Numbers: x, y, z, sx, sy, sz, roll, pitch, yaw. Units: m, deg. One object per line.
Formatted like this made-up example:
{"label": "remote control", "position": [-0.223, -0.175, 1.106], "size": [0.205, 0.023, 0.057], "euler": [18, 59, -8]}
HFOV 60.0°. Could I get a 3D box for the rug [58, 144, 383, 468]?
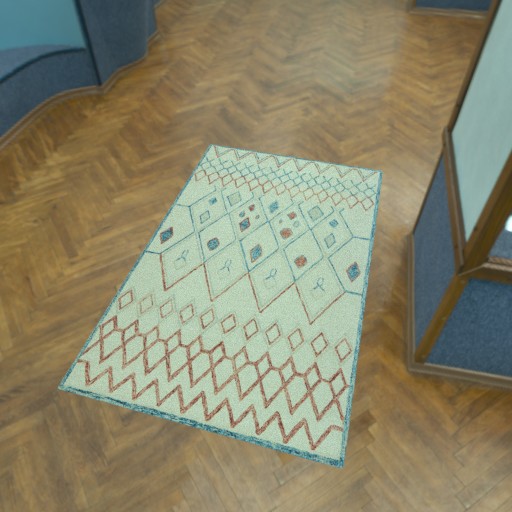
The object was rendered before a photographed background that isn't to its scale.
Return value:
{"label": "rug", "position": [0.000, 0.000, 3.030], "size": [1.524, 0.015, 2.438], "euler": [11, 48, 11]}
